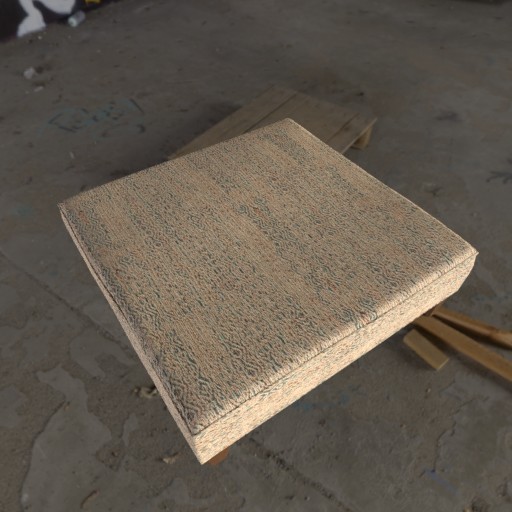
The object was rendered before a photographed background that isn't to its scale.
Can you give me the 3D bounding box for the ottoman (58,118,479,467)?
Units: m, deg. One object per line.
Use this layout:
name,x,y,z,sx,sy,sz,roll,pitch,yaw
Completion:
ottoman,0.000,0.000,1.528,1.004,0.356,0.968,-26,52,-23
